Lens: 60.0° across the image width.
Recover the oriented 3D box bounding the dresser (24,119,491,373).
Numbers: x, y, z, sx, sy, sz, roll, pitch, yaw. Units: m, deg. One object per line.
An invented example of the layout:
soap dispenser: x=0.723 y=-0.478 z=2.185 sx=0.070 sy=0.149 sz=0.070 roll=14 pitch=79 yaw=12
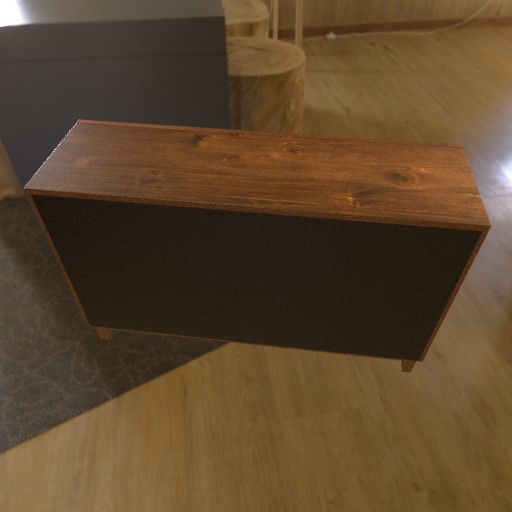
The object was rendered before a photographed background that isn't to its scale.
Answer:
dresser: x=0.000 y=0.000 z=1.781 sx=1.400 sy=0.873 sz=0.446 roll=5 pitch=46 yaw=5
